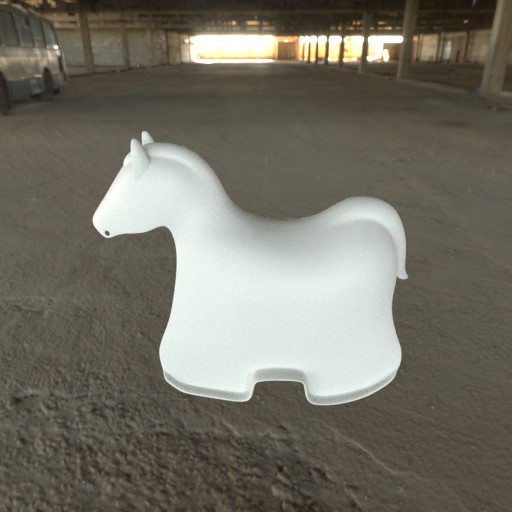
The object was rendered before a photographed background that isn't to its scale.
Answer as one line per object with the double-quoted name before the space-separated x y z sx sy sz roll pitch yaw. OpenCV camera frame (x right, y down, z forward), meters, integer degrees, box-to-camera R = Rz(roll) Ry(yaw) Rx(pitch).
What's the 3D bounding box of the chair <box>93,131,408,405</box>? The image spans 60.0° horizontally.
"chair" 0.000 0.000 1.143 0.800 0.612 0.429 0 25 0
